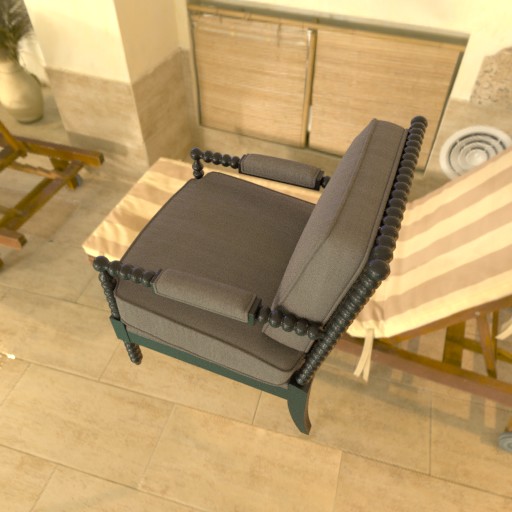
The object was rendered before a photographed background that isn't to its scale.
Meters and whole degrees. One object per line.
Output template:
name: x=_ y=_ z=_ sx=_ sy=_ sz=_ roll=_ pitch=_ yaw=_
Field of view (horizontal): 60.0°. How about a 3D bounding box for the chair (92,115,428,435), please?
chair: x=0.000 y=0.000 z=1.122 sx=0.622 sy=0.661 sz=0.540 roll=16 pitch=49 yaw=15
